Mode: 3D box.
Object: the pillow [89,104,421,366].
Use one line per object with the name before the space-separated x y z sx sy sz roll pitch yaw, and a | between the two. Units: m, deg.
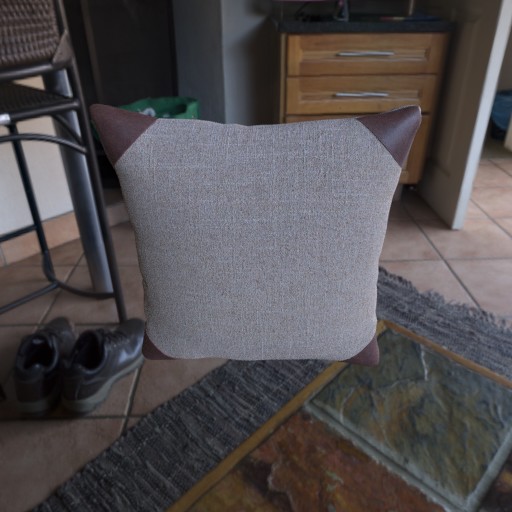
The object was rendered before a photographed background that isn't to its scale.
pillow | 0.000 0.000 0.681 0.437 0.448 0.147 0 30 0
